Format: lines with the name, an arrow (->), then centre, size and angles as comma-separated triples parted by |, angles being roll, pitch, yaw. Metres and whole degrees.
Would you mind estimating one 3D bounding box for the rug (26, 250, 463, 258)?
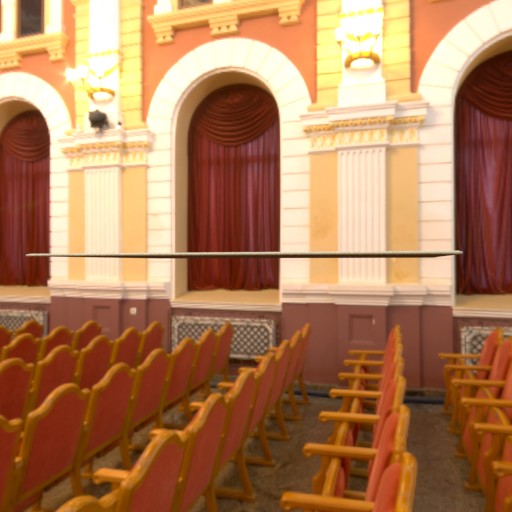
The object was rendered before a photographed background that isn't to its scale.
rug -> 0.000, 0.000, 2.344 | 1.840, 0.012, 1.219 | 0, -1, 18
